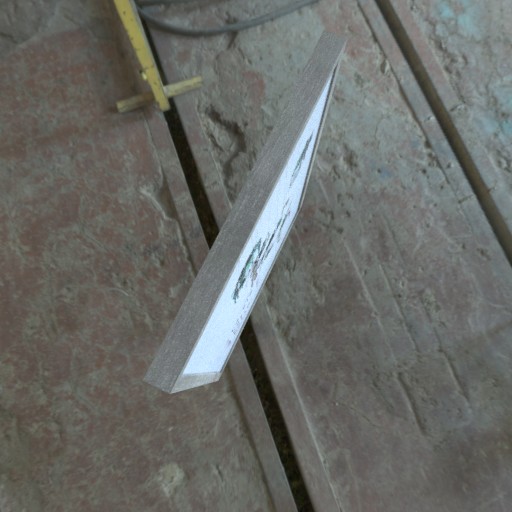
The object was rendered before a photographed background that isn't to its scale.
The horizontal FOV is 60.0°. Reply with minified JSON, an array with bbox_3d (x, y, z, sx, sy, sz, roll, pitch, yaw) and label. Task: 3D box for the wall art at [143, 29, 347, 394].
[{"bbox_3d":[0.000,0.000,0.703,0.032,0.521,0.421,24,77,6],"label":"wall art"}]
